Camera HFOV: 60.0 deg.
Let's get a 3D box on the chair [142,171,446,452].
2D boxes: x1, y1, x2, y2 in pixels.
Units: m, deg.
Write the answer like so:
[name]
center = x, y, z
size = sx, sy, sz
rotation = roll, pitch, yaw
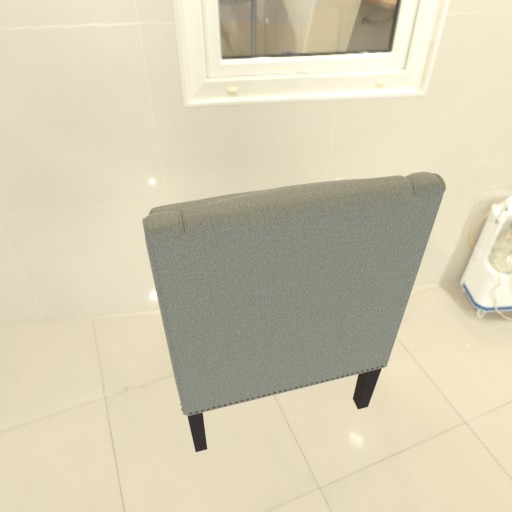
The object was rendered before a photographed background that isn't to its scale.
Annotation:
[chair]
center = 0.000, 0.000, 1.367
size = 0.610, 0.864, 0.737
rotation = -10, 42, -11
